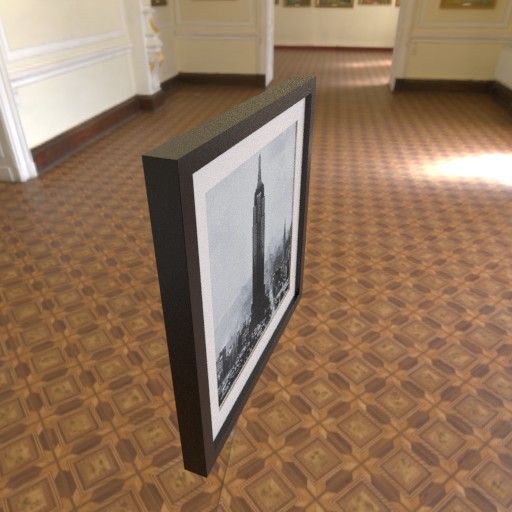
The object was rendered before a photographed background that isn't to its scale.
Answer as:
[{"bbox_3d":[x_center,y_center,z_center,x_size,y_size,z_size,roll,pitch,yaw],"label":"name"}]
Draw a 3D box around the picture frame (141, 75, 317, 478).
[{"bbox_3d":[0.000,0.000,0.531,0.029,0.353,0.355,12,33,19],"label":"picture frame"}]
